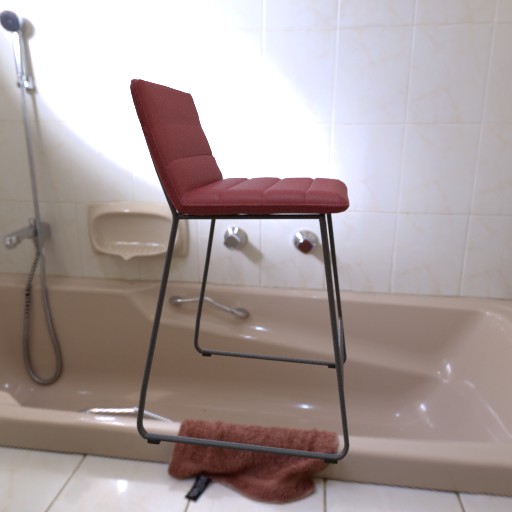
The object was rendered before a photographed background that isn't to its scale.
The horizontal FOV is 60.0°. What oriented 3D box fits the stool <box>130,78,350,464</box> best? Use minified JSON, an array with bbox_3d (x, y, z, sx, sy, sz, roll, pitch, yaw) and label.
[{"bbox_3d":[0.000,0.000,1.188,0.524,0.866,0.489,3,15,10],"label":"stool"}]
